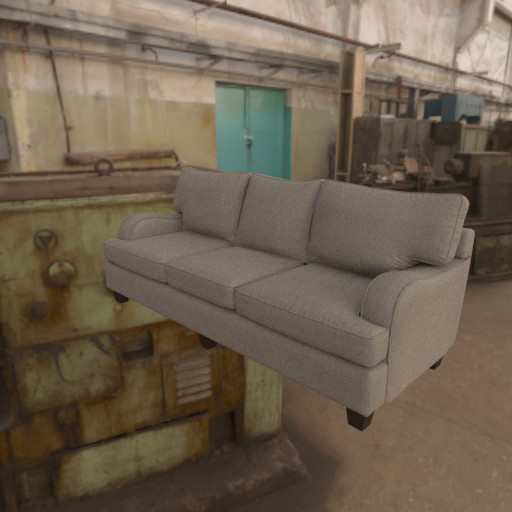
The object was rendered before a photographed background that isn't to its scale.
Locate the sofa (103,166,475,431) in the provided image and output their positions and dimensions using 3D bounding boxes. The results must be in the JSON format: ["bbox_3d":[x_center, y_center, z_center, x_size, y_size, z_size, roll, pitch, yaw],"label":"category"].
[{"bbox_3d":[0.000,0.000,2.854,2.323,0.991,1.016,15,22,43],"label":"sofa"}]
